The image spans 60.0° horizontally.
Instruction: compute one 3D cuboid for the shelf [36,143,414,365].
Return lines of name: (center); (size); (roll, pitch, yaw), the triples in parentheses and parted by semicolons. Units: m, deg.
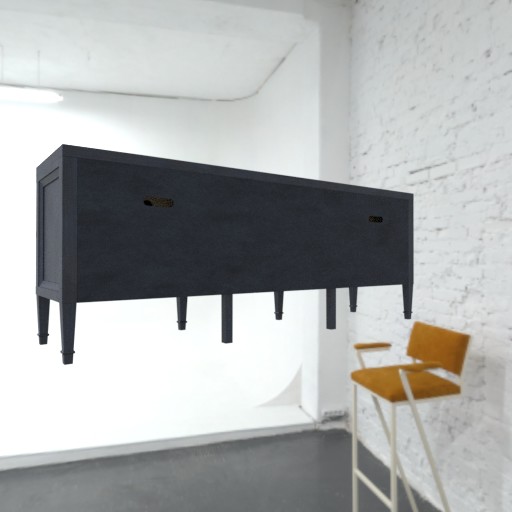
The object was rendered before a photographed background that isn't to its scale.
shelf: (0.000, 0.000, 2.165); (1.878, 0.715, 0.471); (0, 0, -36)
